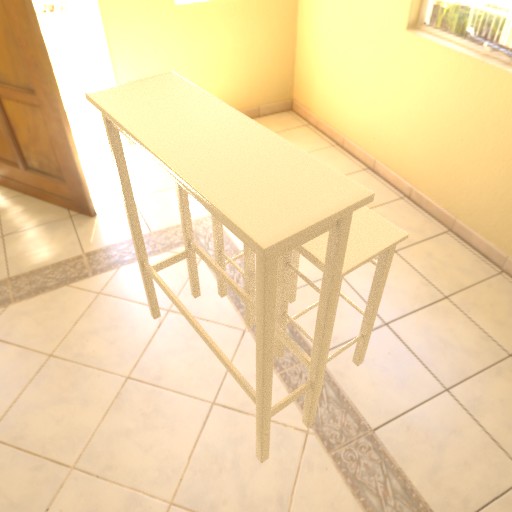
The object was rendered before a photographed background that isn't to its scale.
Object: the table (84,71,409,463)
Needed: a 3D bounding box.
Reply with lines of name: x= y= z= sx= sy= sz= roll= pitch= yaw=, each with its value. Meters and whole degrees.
table: x=0.000 y=0.000 z=1.611 sx=0.650 sy=1.065 sz=0.915 roll=-27 pitch=49 yaw=-26
